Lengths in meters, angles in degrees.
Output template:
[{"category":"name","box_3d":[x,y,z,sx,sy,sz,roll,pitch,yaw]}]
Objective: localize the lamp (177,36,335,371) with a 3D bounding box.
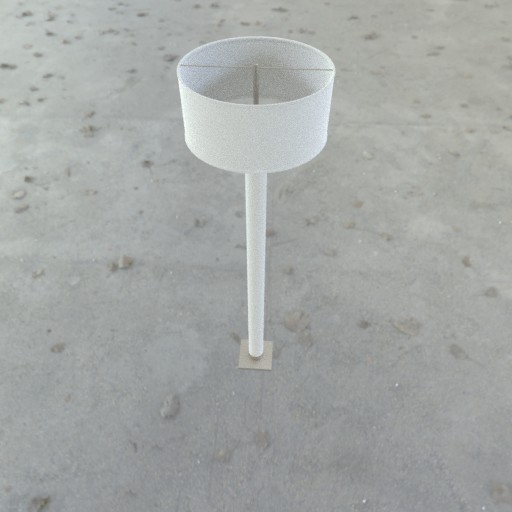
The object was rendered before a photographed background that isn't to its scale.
[{"category":"lamp","box_3d":[0.000,0.000,1.702,0.420,1.475,0.420,3,47,3]}]
